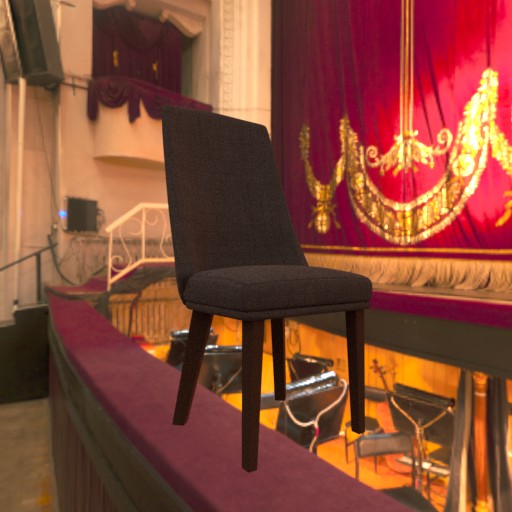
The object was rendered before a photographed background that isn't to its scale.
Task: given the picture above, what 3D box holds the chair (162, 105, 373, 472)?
[{"bbox_3d":[0.000,0.000,1.403,0.510,1.050,0.577,0,0,-36],"label":"chair"}]
